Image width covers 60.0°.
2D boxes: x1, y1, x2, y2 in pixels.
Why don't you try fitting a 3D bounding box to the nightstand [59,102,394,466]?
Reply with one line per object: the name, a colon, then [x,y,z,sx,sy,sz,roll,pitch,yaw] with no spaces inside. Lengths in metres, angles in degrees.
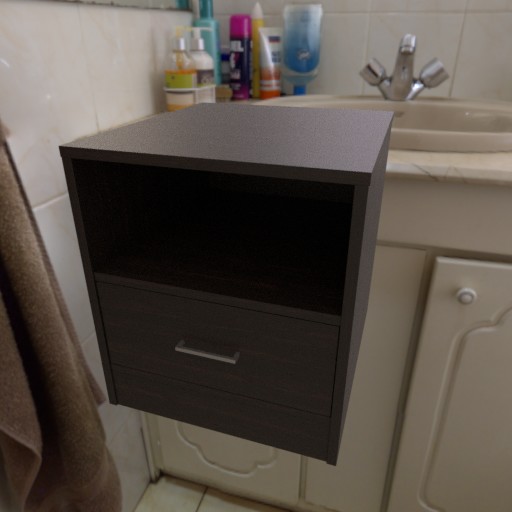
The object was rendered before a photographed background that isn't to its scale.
nightstand: [0.000,0.000,0.806,0.400,0.460,0.461,8,28,17]
